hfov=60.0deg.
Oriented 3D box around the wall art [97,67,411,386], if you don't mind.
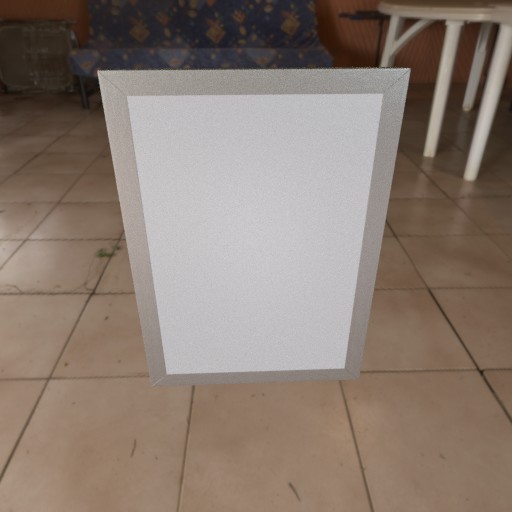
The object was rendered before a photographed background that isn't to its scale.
[{"bbox_3d":[0.000,0.000,0.672,0.376,0.529,0.013,-1,31,-2],"label":"wall art"}]
